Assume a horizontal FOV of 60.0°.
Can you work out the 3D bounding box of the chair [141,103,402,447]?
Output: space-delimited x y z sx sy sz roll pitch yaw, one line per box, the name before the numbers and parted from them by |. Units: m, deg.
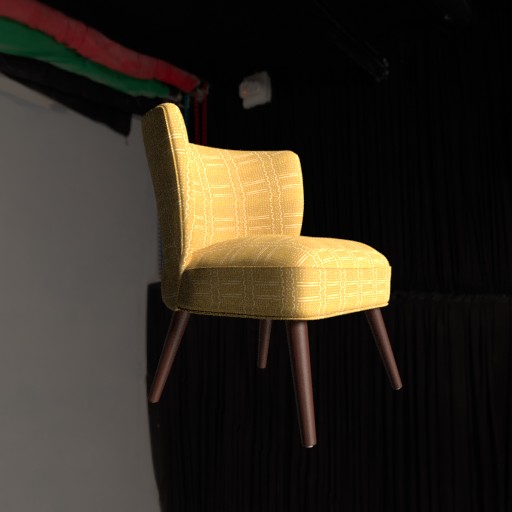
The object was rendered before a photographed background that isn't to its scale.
chair | 0.000 0.000 1.442 0.758 0.866 0.706 -1 -2 36
